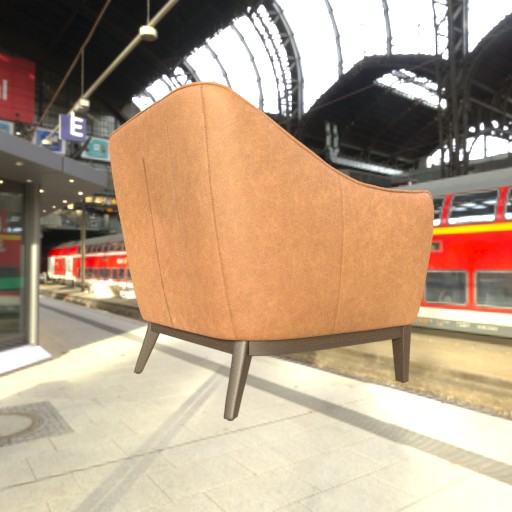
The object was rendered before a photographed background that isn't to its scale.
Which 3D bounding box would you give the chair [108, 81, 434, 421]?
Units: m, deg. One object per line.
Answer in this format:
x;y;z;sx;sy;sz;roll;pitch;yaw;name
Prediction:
0.000;0.000;1.523;0.852;0.830;0.871;1;-1;-37;chair
